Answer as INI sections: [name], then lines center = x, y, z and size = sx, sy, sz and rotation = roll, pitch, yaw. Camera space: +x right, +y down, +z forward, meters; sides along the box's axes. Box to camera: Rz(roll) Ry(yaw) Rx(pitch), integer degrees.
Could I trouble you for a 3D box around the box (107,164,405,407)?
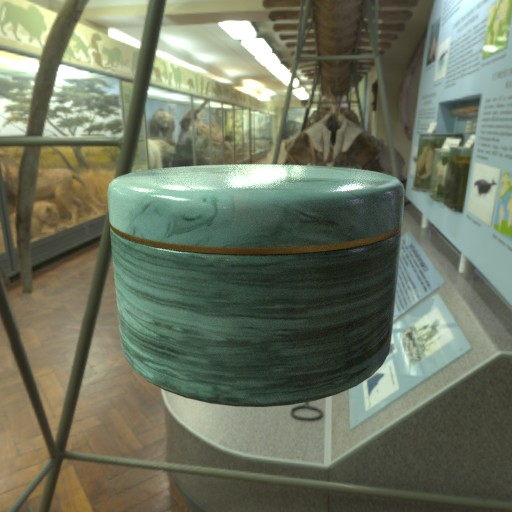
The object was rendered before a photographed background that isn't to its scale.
[box]
center = 0.000, 0.000, 0.165
size = 0.101, 0.063, 0.101
rotation = 0, 16, 0
